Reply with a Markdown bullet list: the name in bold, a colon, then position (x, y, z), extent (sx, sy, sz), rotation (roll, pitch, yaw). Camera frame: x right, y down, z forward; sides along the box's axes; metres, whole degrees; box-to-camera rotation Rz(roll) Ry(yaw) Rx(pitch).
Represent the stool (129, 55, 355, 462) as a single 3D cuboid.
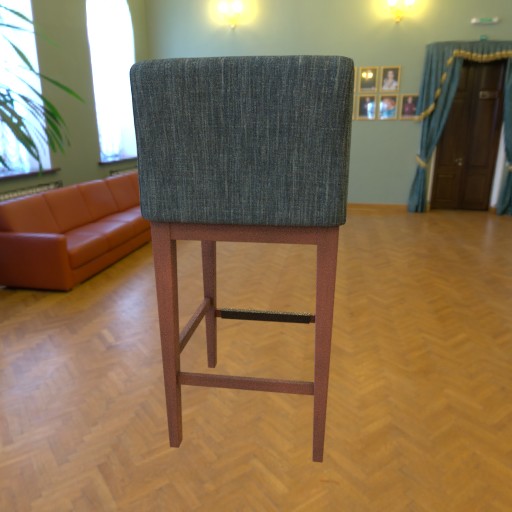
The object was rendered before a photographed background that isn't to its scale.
- **stool**: position (0.000, 0.000, 1.069), extent (0.395, 0.835, 0.459), rotation (2, 16, 8)
